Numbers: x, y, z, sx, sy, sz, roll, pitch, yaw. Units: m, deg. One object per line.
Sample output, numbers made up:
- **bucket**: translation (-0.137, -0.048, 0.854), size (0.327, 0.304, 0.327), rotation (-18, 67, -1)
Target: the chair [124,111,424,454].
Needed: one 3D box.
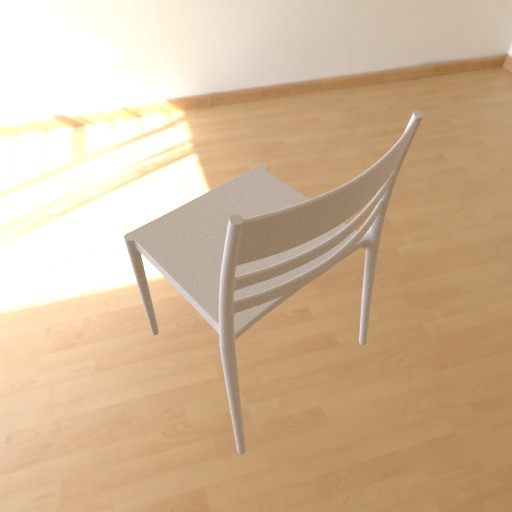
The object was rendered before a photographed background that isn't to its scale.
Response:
- **chair**: translation (0.000, 0.000, 1.133), size (0.531, 0.800, 0.511), rotation (-33, 55, -27)
